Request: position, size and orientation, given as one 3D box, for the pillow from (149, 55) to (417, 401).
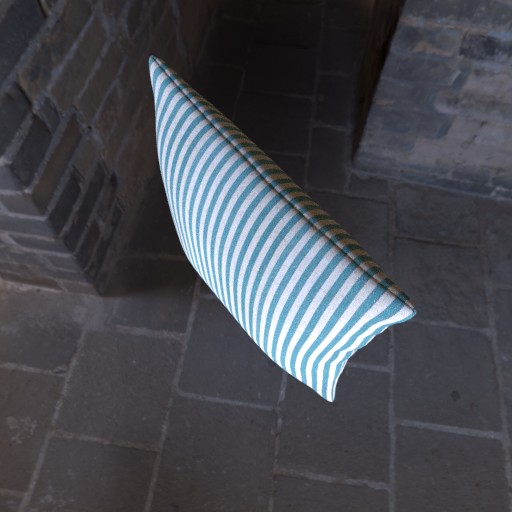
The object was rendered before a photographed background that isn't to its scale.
[{"bbox_3d":[0.000,0.000,0.782,0.166,0.510,0.523,-35,68,-17],"label":"pillow"}]
